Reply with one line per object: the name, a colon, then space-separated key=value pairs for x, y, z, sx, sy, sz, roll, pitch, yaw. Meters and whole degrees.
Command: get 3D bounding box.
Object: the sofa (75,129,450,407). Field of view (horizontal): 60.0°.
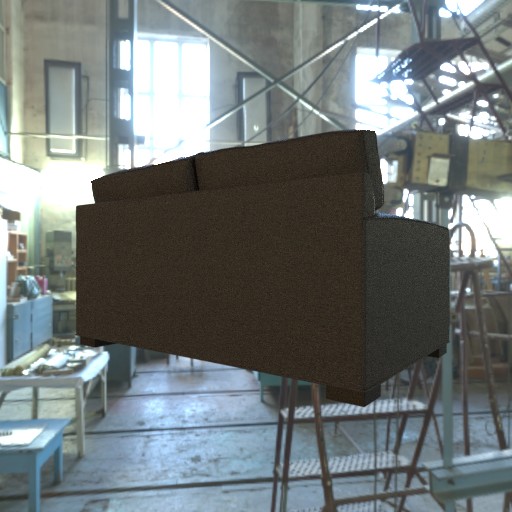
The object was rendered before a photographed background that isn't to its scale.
sofa: x=0.000 y=0.000 z=2.129 sx=1.534 sy=0.887 sz=0.974 roll=0 pitch=0 yaw=37
